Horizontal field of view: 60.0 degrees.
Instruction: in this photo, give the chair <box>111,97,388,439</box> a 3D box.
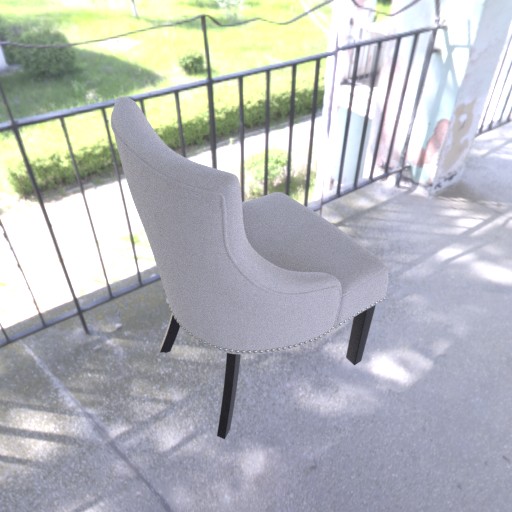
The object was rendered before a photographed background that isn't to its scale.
[{"bbox_3d":[0.000,0.000,1.321,0.629,0.909,0.566,-25,46,-27],"label":"chair"}]
